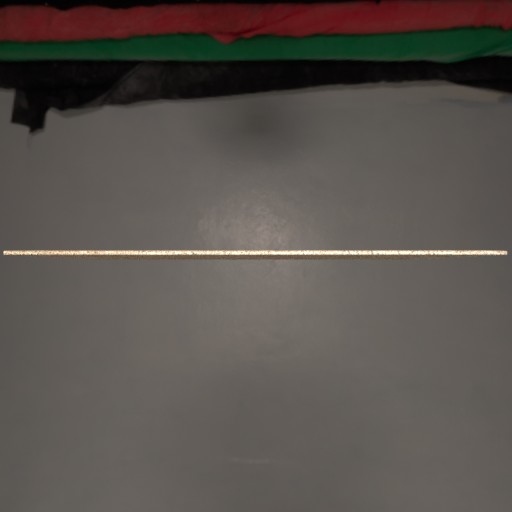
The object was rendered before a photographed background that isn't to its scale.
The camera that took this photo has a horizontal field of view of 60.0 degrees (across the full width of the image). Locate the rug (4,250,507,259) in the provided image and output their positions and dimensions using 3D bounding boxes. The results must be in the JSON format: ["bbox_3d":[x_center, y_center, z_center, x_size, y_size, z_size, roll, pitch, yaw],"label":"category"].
[{"bbox_3d":[0.000,0.000,2.908,2.469,0.024,1.539,0,-1,0],"label":"rug"}]
